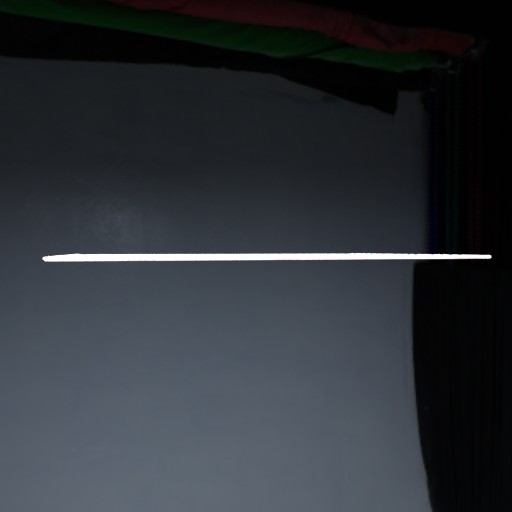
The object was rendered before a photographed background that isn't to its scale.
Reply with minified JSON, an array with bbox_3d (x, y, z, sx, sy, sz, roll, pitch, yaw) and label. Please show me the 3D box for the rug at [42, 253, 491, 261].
[{"bbox_3d":[0.000,0.000,2.284,1.840,0.015,1.225,0,1,-17],"label":"rug"}]
